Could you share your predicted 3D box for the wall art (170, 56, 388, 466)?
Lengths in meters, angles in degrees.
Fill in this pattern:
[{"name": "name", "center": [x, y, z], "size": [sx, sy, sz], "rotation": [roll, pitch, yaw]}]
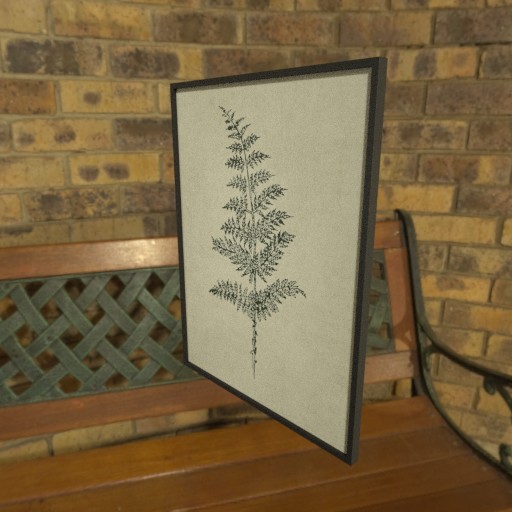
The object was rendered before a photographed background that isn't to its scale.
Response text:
[{"name": "wall art", "center": [0.000, 0.000, 1.396], "size": [0.036, 1.070, 0.802], "rotation": [-15, 22, -43]}]
